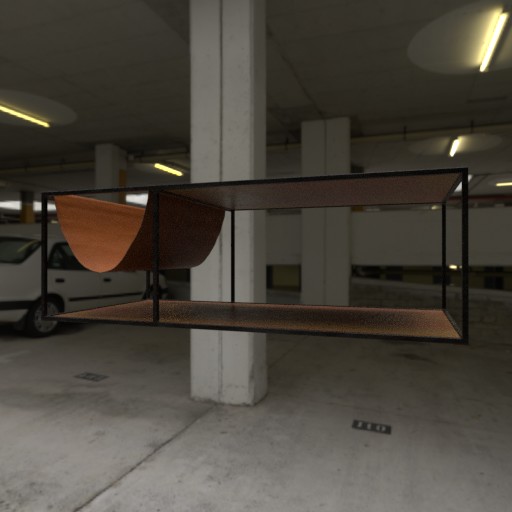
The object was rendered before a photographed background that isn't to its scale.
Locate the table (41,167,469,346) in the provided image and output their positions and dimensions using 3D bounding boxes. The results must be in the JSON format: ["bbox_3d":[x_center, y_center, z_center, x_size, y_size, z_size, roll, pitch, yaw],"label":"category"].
[{"bbox_3d":[0.000,0.000,1.460,1.199,0.403,0.597,0,0,19],"label":"table"}]
